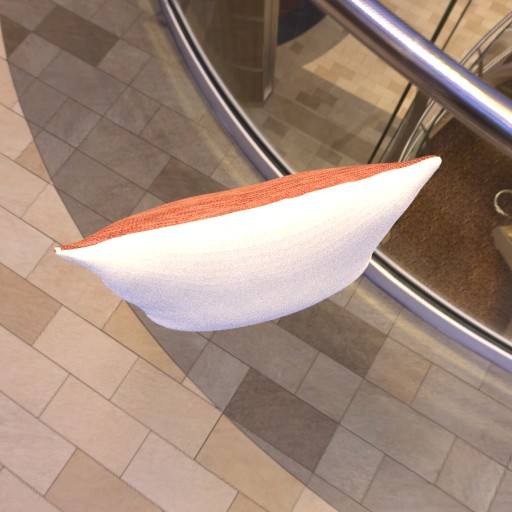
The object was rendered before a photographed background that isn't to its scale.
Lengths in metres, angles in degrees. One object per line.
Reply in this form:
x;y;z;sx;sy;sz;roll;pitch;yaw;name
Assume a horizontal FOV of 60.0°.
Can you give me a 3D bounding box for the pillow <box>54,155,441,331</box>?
0.000;0.000;0.680;0.440;0.441;0.182;-14;74;-4;pillow
